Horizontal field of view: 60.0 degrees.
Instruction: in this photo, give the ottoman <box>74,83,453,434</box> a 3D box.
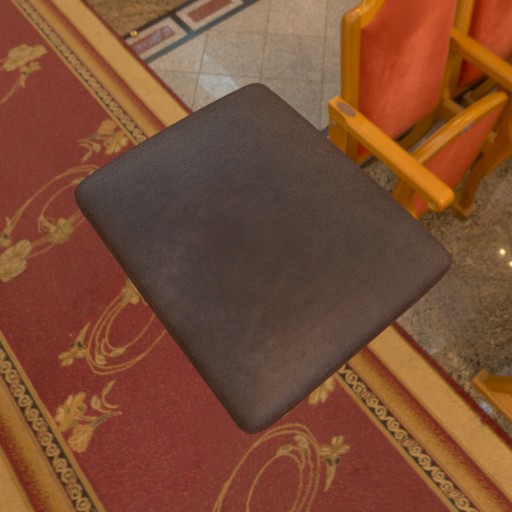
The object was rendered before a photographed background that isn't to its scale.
[{"bbox_3d":[0.000,0.000,1.311,0.670,0.569,0.806,-36,69,-16],"label":"ottoman"}]
